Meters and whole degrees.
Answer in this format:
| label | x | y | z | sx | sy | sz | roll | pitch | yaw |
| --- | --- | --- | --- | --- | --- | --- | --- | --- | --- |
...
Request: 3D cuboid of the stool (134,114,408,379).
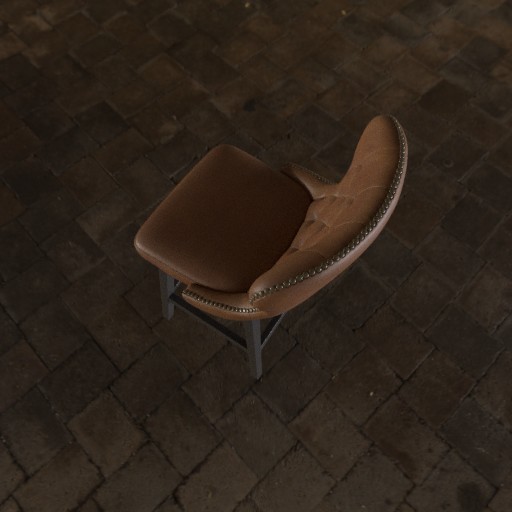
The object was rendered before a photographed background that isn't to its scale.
| label | x | y | z | sx | sy | sz | roll | pitch | yaw |
| --- | --- | --- | --- | --- | --- | --- | --- | --- | --- |
| stool | 0.000 | 0.000 | 1.316 | 0.593 | 0.971 | 0.528 | 30 | 67 | 15 |
